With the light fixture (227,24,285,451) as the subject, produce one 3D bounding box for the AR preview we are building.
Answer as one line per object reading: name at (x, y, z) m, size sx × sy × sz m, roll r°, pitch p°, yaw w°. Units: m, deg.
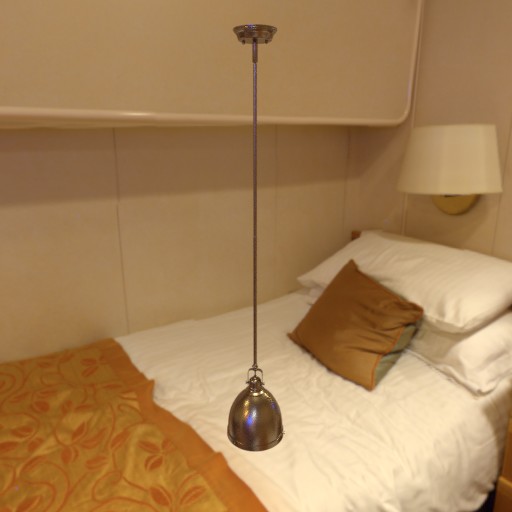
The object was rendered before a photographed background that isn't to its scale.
light fixture at (0.000, 0.000, 1.473) m, size 0.217 × 1.367 × 0.211 m, roll 2°, pitch 16°, yaw 9°
